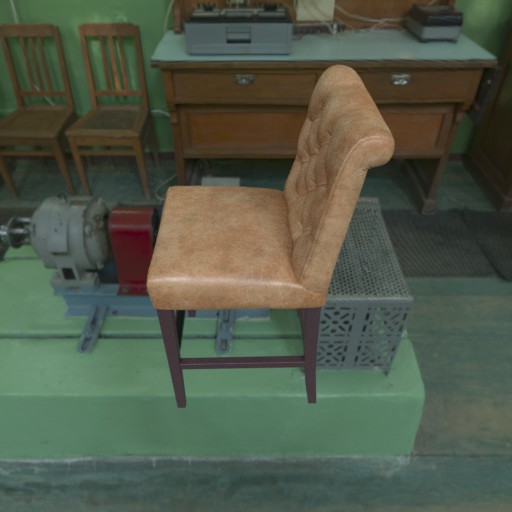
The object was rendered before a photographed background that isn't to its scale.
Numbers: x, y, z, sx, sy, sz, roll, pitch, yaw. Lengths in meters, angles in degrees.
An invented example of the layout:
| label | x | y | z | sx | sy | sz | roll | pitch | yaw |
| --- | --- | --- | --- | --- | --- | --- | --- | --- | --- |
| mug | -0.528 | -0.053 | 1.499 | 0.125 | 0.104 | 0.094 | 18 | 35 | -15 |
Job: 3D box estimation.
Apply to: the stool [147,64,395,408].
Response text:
| label | x | y | z | sx | sy | sz | roll | pitch | yaw |
| --- | --- | --- | --- | --- | --- | --- | --- | --- | --- |
| stool | 0.000 | 0.000 | 1.423 | 0.601 | 1.047 | 0.493 | -1 | 41 | -1 |
